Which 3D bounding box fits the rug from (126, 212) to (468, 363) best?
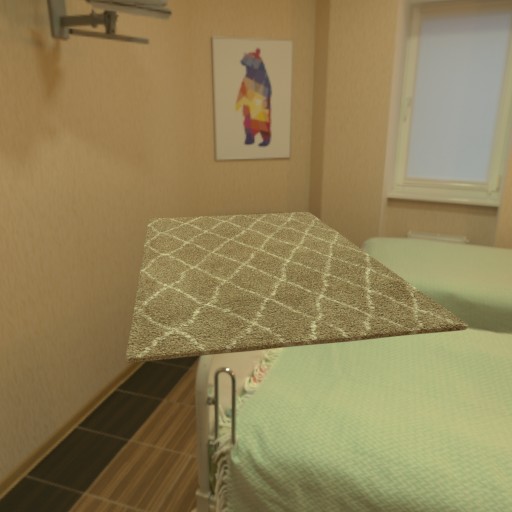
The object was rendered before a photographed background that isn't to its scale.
[{"bbox_3d":[0.000,0.000,3.030,1.524,0.030,2.438,-3,18,-10],"label":"rug"}]
